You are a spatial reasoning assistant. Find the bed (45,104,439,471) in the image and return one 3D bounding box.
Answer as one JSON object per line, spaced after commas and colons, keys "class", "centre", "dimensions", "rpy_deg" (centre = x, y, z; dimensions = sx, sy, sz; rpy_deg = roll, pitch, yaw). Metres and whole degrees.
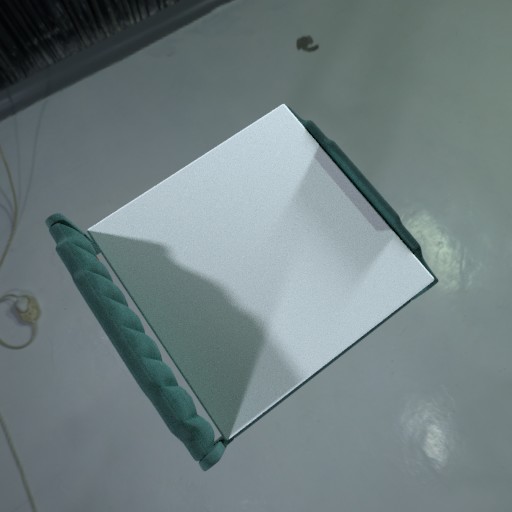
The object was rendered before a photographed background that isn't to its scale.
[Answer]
{"class": "bed", "centre": [0.000, 0.000, 3.564], "dimensions": [2.340, 1.245, 2.074], "rpy_deg": [-35, 77, -9]}
